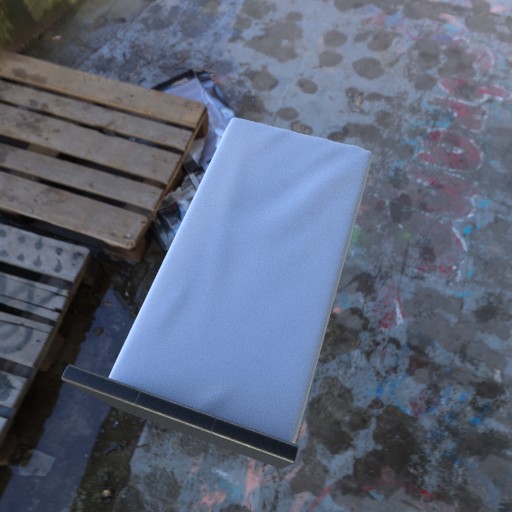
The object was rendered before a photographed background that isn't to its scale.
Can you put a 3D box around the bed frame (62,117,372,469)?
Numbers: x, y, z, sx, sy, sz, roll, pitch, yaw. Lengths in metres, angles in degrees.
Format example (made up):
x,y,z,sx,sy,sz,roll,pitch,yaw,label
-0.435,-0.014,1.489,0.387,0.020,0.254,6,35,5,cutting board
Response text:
x,y,z,sx,sy,sz,roll,pitch,yaw,label
0.000,0.000,2.537,1.038,1.046,2.152,16,64,8,bed frame
